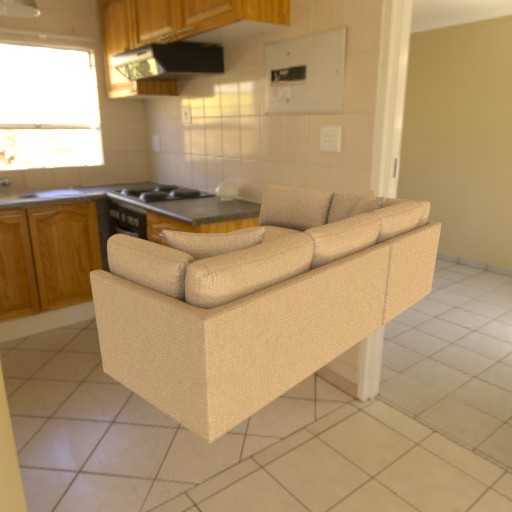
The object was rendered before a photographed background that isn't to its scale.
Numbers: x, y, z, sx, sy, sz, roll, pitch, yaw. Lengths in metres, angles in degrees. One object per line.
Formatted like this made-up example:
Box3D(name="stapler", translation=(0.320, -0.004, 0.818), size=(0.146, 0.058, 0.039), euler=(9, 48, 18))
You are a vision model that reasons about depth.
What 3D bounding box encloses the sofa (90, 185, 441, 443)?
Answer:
Box3D(name="sofa", translation=(0.000, 0.000, 3.722), size=(1.994, 0.978, 2.896), euler=(14, 21, 40))
